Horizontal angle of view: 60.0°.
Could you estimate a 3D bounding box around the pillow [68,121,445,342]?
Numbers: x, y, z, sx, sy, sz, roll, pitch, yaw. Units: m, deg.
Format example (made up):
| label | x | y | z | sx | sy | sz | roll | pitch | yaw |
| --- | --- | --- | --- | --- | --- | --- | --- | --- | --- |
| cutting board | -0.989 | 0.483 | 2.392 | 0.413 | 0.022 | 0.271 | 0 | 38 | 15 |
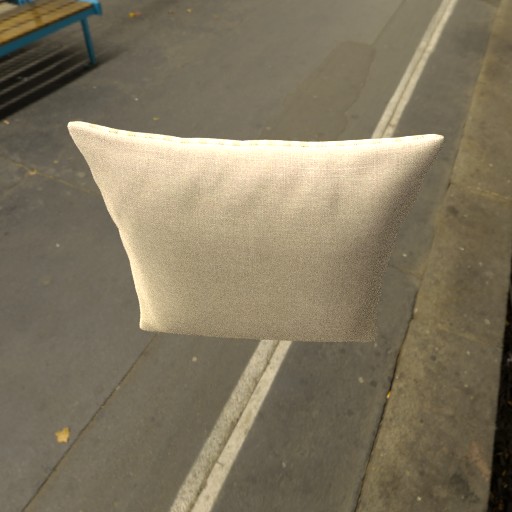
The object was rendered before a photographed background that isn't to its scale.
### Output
| label | x | y | z | sx | sy | sz | roll | pitch | yaw |
| --- | --- | --- | --- | --- | --- | --- | --- | --- | --- |
| pillow | 0.000 | 0.000 | 0.789 | 0.523 | 0.510 | 0.166 | 3 | 47 | 3 |
